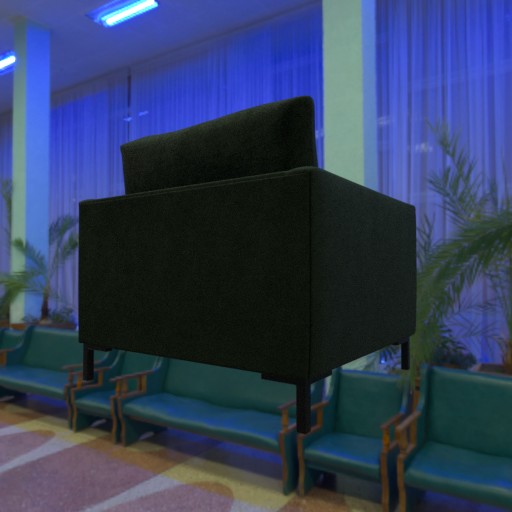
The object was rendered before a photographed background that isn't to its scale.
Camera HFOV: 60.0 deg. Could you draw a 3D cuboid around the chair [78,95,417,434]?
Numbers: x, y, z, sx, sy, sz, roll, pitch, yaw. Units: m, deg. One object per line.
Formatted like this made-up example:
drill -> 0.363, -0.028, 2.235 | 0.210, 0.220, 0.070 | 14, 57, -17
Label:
chair -> 0.000, 0.000, 1.632 | 0.963, 0.861, 0.866 | -1, -2, 35
